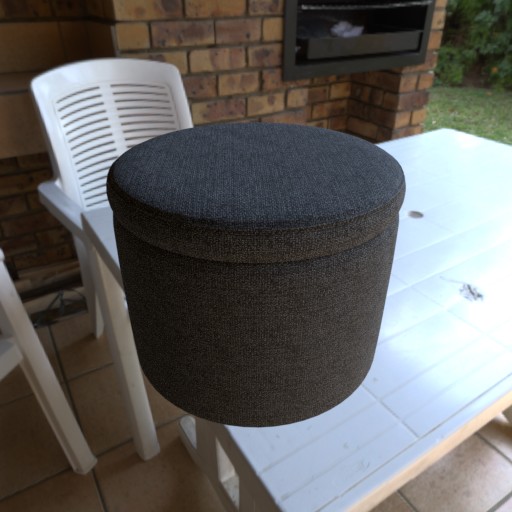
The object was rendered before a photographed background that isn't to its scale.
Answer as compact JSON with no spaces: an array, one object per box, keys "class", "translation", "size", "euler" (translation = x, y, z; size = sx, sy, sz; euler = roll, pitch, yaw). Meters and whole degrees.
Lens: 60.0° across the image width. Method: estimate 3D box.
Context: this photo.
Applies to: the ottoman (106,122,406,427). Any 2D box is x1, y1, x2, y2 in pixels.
[{"class":"ottoman","translation":[0.000,0.000,0.887],"size":[0.520,0.430,0.520],"euler":[0,31,0]}]
